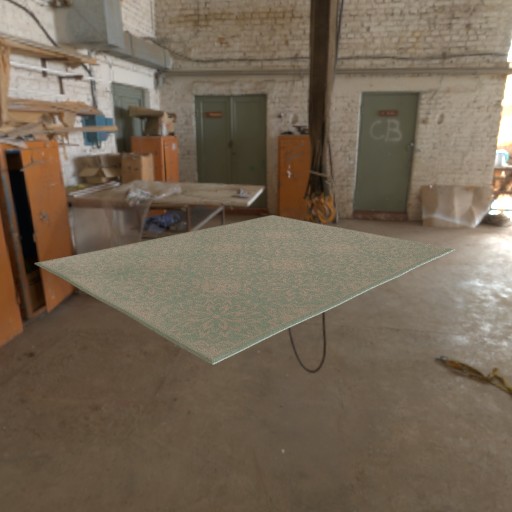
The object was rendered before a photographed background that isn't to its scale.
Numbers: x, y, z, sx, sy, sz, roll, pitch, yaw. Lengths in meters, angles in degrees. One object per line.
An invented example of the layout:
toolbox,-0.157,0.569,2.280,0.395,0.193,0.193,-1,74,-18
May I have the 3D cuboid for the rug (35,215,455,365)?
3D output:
rug,0.000,0.000,3.986,2.363,0.012,2.980,16,23,43
